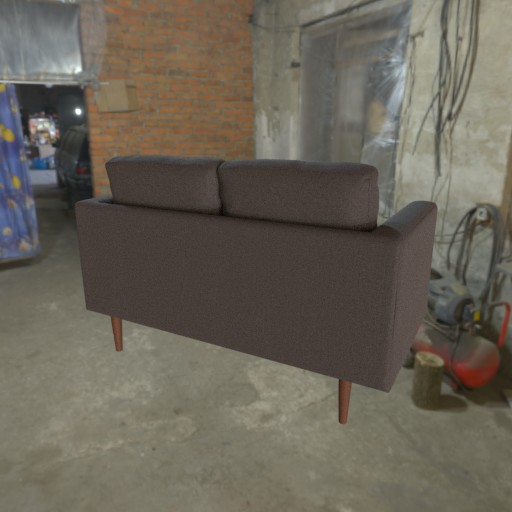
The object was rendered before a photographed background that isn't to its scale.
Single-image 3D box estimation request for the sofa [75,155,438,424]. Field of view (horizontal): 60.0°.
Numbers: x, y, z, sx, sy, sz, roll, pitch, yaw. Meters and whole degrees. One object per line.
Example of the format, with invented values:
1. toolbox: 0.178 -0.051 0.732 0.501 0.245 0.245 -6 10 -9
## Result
1. sofa: 0.000 0.000 2.026 1.430 0.908 0.796 9 18 28
